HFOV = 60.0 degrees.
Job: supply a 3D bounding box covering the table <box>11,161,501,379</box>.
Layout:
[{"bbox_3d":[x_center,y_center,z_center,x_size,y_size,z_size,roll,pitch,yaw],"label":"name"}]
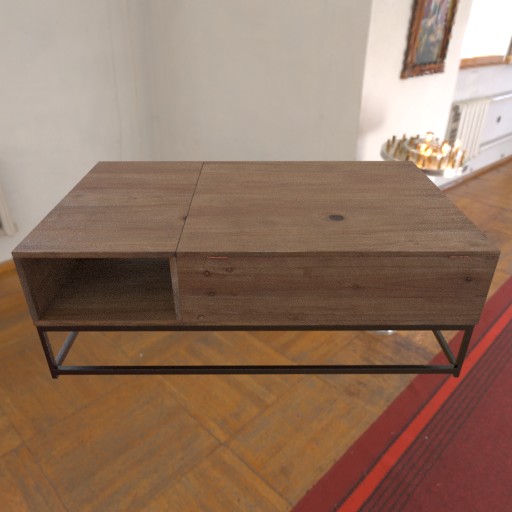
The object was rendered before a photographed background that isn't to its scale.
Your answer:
[{"bbox_3d":[0.000,0.000,1.372,1.101,0.395,0.655,0,30,0],"label":"table"}]
